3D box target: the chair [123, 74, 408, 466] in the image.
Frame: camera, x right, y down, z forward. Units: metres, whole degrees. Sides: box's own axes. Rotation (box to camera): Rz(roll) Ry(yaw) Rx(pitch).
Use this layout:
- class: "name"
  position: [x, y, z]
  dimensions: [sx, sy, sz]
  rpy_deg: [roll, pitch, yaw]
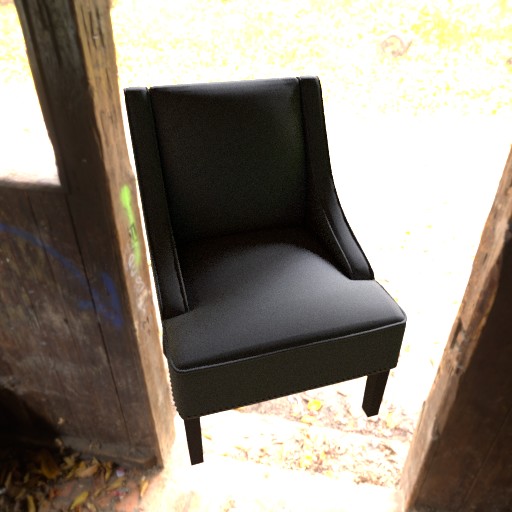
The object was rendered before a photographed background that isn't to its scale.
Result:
- class: "chair"
  position: [0.000, 0.000, 1.338]
  dimensions: [0.631, 0.867, 0.747]
  rpy_deg: [-9, 35, -14]
